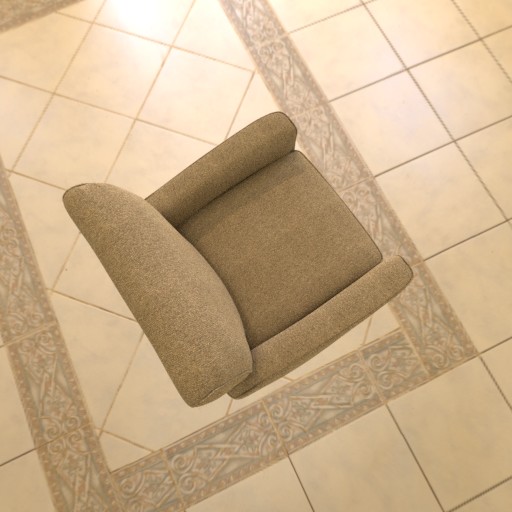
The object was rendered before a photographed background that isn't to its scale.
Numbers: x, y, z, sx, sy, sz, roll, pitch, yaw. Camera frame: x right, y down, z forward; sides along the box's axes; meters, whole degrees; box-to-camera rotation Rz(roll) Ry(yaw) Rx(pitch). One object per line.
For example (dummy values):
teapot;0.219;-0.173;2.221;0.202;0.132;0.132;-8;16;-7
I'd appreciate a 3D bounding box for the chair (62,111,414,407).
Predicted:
chair;0.000;0.000;1.651;0.858;1.028;0.841;-34;77;-9
